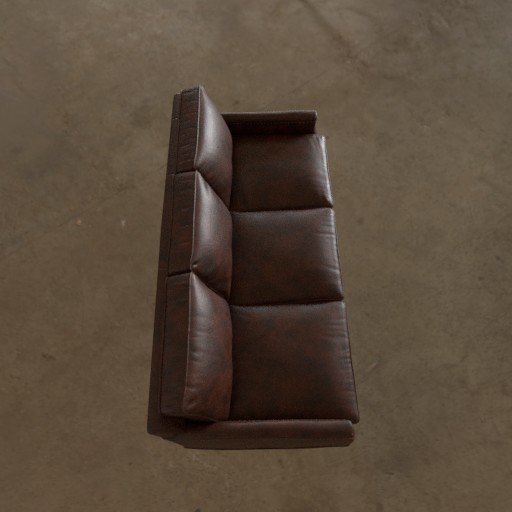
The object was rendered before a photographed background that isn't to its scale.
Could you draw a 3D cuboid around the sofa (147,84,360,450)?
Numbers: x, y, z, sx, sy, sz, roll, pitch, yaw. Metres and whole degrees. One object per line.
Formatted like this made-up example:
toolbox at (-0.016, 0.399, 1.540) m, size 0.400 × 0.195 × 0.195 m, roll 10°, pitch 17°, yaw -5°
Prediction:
sofa at (0.000, 0.000, 2.838) m, size 1.084 × 1.003 × 2.240 m, roll -1°, pitch 63°, yaw -1°
